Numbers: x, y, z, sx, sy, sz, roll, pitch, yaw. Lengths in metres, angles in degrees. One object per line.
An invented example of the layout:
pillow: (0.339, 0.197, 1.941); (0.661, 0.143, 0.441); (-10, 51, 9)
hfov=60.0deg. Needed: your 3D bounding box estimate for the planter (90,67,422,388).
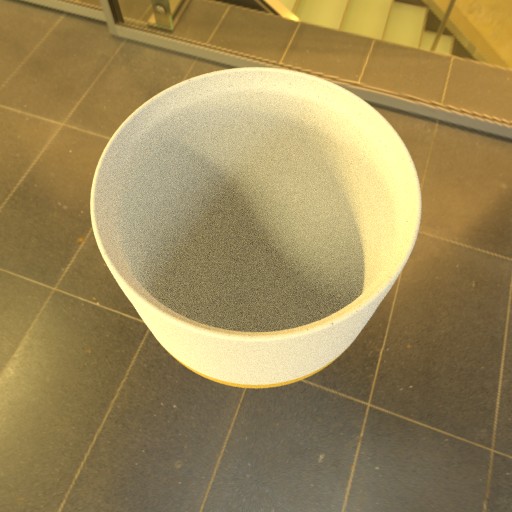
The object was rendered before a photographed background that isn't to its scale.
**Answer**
planter: (0.000, 0.000, 0.479); (0.268, 0.270, 0.268); (0, 63, 0)
